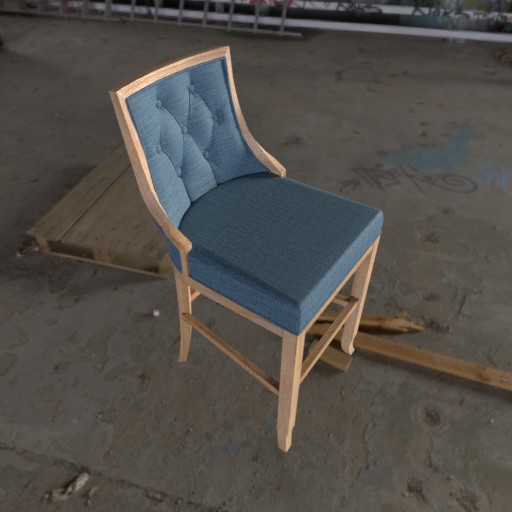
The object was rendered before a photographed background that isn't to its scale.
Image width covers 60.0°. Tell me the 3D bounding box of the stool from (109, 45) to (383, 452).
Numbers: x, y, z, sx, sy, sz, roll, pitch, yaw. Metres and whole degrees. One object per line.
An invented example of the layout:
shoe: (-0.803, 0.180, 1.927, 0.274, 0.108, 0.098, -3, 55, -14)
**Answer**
stool: (0.000, 0.000, 1.444, 0.626, 1.101, 0.524, 25, 48, 26)
